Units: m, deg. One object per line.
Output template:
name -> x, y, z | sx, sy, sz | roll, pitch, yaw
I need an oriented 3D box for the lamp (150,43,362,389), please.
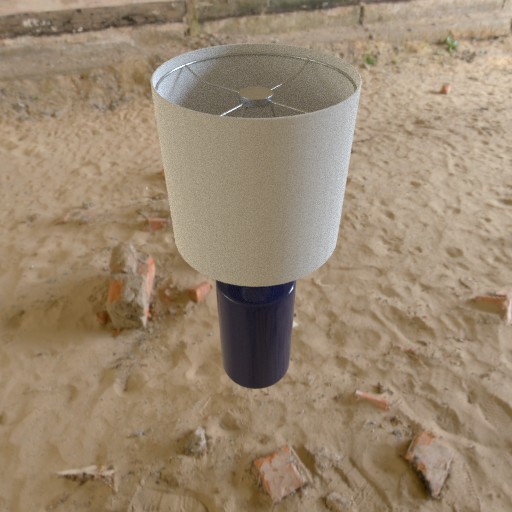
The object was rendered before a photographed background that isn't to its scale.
lamp -> 0.000, 0.000, 0.614 | 0.212, 0.493, 0.212 | 27, 48, 27
